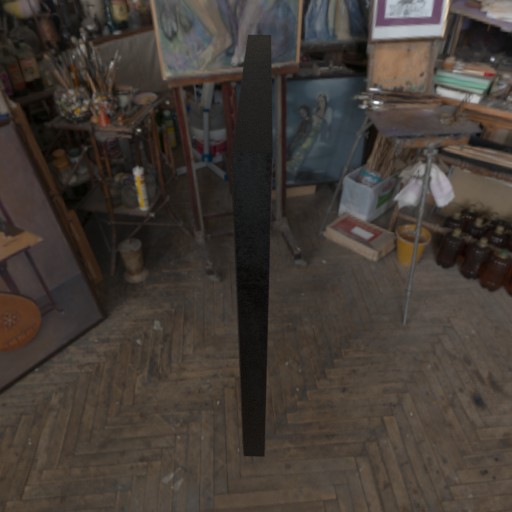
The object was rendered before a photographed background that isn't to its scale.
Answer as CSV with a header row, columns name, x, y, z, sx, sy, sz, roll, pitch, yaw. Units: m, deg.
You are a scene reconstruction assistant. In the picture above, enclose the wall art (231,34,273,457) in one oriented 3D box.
name,x,y,z,sx,sy,sz,roll,pitch,yaw
wall art,0.000,0.000,0.581,0.031,0.457,0.313,1,40,1
